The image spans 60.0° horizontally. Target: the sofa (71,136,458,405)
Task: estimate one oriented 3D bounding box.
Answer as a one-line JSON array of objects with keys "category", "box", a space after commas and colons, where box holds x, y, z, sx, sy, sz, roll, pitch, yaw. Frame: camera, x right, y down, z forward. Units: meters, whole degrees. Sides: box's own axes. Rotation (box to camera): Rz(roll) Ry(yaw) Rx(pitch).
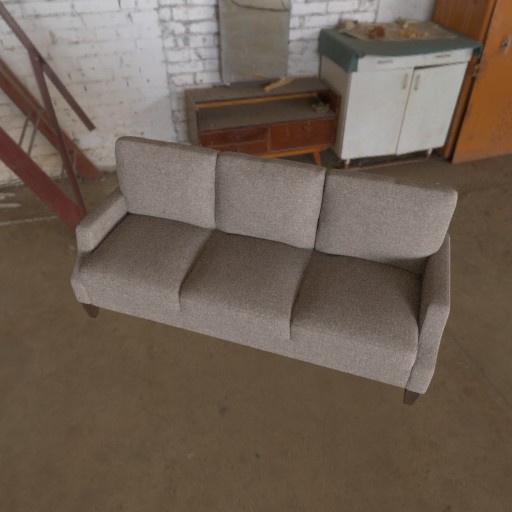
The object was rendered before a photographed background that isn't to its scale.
[{"category": "sofa", "box": [0.000, 0.000, 2.621, 2.115, 0.984, 0.888, 12, 42, 14]}]
